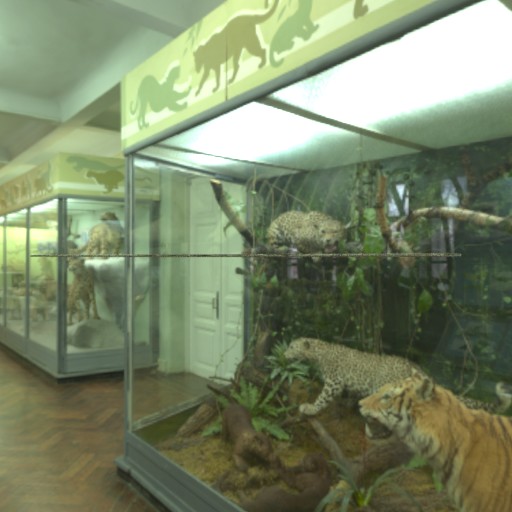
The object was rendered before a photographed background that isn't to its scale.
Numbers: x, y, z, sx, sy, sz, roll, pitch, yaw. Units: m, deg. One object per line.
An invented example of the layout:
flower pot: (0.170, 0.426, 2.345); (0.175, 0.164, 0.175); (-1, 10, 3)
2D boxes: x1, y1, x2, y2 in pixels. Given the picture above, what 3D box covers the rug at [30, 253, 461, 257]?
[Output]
rug: (0.000, 0.000, 4.814); (3.824, 0.019, 2.393); (0, 0, 19)
